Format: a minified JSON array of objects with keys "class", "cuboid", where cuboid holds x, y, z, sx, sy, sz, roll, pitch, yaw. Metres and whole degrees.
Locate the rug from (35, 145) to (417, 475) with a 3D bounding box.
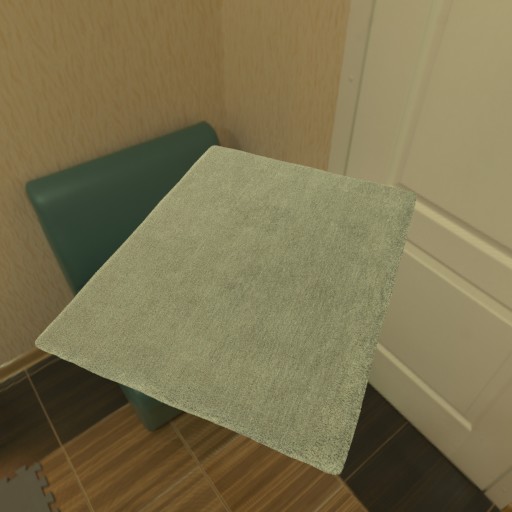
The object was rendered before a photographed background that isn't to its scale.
[{"class":"rug","cuboid":[0.000,0.000,3.835,2.332,0.027,2.933,17,48,16]}]
